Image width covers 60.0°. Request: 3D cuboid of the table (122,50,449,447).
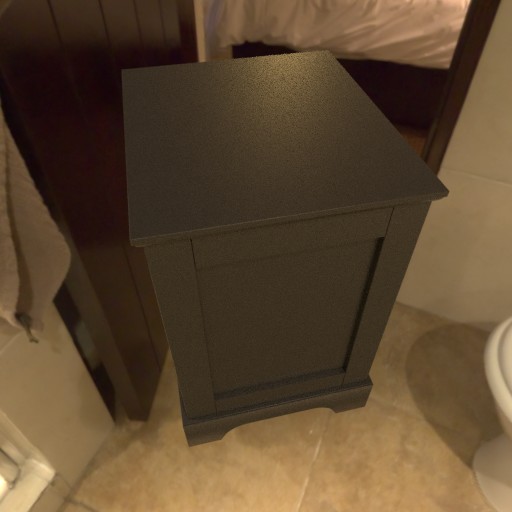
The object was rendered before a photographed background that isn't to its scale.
[{"bbox_3d":[0.000,0.000,0.904,0.399,0.610,0.460,-9,47,-9],"label":"table"}]
